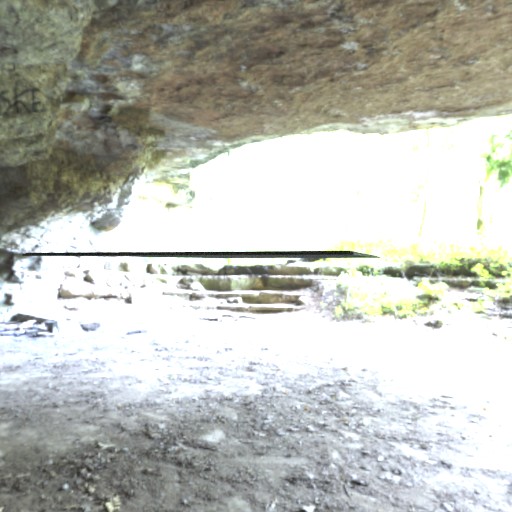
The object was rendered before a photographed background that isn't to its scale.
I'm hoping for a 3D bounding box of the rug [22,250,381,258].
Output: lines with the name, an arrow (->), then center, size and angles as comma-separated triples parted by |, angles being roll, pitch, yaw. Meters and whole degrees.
rug -> 0.000, 0.000, 3.010 | 1.538, 0.021, 2.443 | 0, -1, 18
